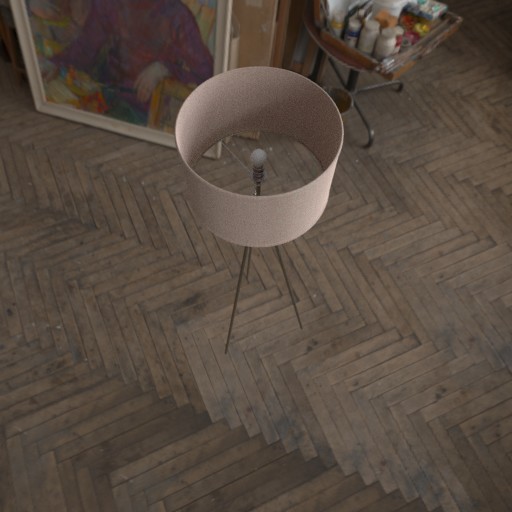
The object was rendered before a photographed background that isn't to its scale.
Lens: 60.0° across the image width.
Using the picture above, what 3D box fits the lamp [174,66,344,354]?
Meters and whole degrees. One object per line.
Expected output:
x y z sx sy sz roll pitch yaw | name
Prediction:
0.000 0.000 1.774 0.449 1.545 0.460 -16 65 -8 | lamp
